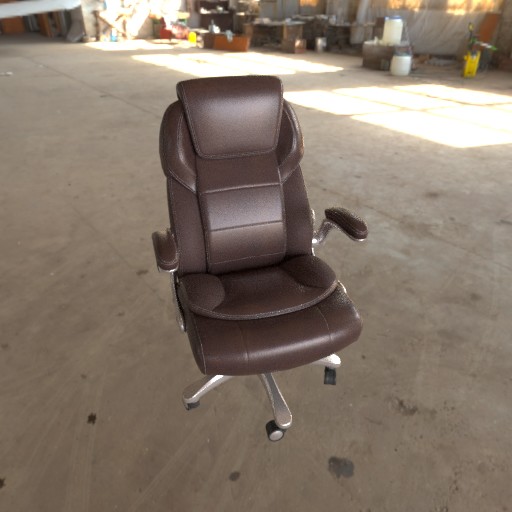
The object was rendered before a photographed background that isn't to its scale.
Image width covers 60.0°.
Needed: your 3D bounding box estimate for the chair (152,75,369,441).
[{"bbox_3d":[0.000,0.000,1.646,0.733,1.160,0.774,-9,32,-15],"label":"chair"}]
